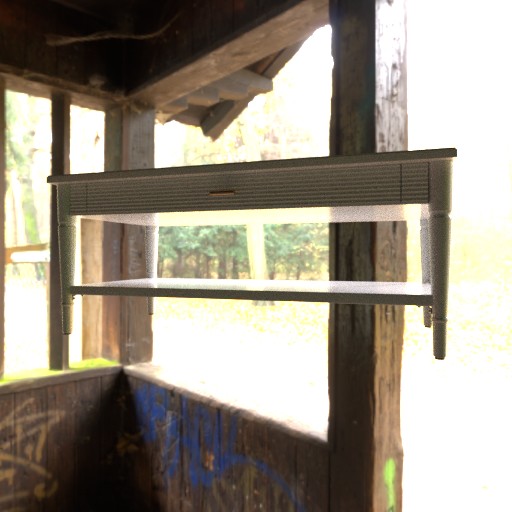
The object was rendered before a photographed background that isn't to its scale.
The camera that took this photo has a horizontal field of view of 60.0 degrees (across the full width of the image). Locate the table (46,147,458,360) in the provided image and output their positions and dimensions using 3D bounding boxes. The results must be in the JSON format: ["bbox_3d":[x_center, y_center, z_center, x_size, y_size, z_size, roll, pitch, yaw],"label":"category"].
[{"bbox_3d":[0.000,0.000,1.355,1.067,0.457,0.559,0,0,18],"label":"table"}]
